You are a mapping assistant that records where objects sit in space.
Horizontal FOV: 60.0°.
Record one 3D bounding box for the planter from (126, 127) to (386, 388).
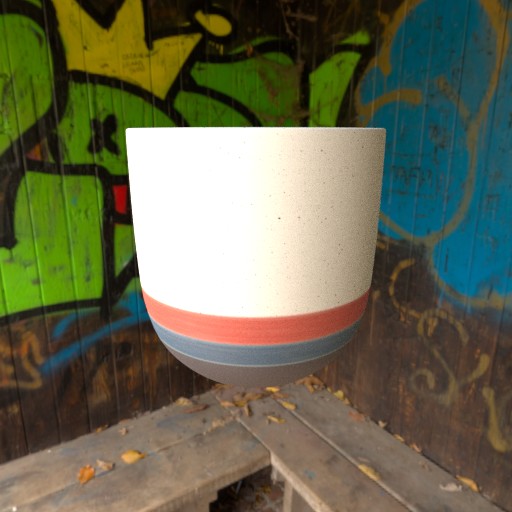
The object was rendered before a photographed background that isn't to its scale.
[{"bbox_3d":[0.000,0.000,0.389,0.204,0.214,0.204,0,15,0],"label":"planter"}]
